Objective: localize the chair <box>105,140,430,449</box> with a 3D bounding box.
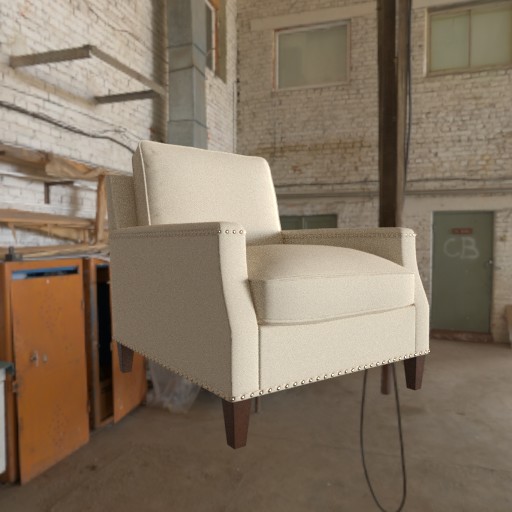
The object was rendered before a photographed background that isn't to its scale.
[{"bbox_3d":[0.000,0.000,1.710,0.853,0.943,1.014,-1,2,-36],"label":"chair"}]
